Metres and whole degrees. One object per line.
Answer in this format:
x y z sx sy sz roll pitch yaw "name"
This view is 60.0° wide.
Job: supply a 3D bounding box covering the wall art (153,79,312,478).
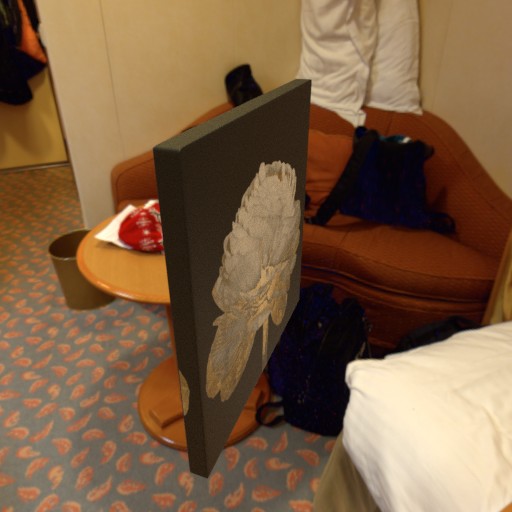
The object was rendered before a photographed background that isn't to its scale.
0.000 0.000 0.915 0.043 0.611 0.610 11 31 18 "wall art"
